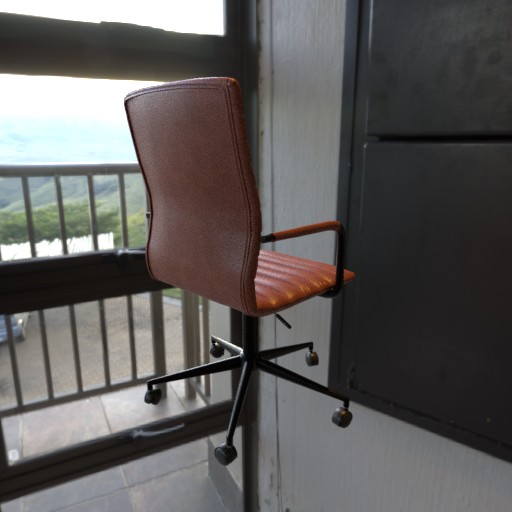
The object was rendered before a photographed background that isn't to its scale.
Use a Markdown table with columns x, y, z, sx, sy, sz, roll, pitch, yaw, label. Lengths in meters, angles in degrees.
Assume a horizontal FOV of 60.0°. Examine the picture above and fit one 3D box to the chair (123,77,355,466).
| x | y | z | sx | sy | sz | roll | pitch | yaw | label |
| --- | --- | --- | --- | --- | --- | --- | --- | --- | --- |
| 0.000 | 0.000 | 1.261 | 0.600 | 0.878 | 0.578 | 14 | 20 | 43 | chair |
